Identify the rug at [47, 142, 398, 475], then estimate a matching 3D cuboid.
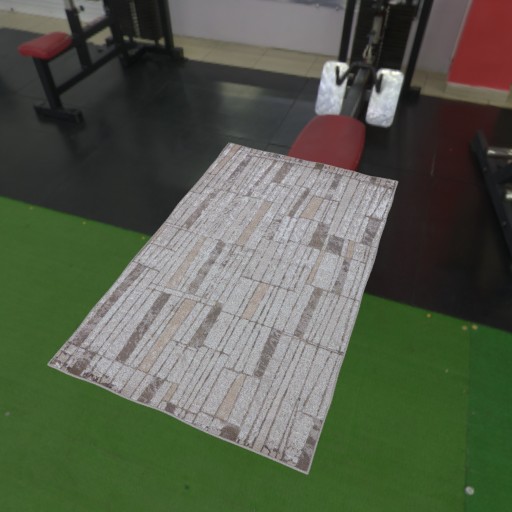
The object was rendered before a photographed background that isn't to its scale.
[{"bbox_3d":[0.000,0.000,3.053,1.531,0.023,2.444,16,49,15],"label":"rug"}]
